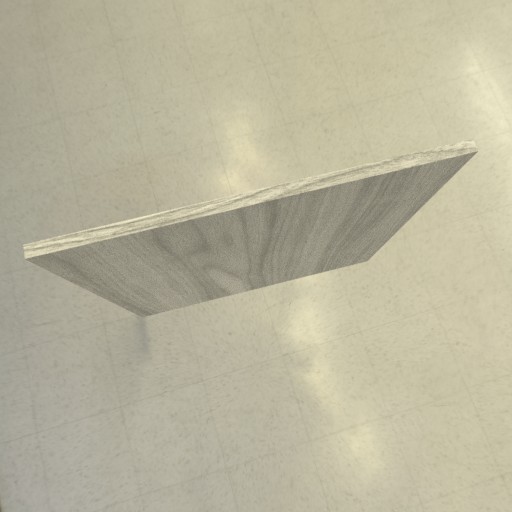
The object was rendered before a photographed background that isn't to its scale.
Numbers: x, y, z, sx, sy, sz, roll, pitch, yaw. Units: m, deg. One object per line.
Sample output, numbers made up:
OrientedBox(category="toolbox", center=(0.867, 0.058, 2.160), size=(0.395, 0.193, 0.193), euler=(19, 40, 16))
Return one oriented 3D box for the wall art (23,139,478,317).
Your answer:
OrientedBox(category="wall art", center=(0.000, 0.000, 0.727), size=(0.508, 0.507, 0.016), euler=(-14, 76, -4))
